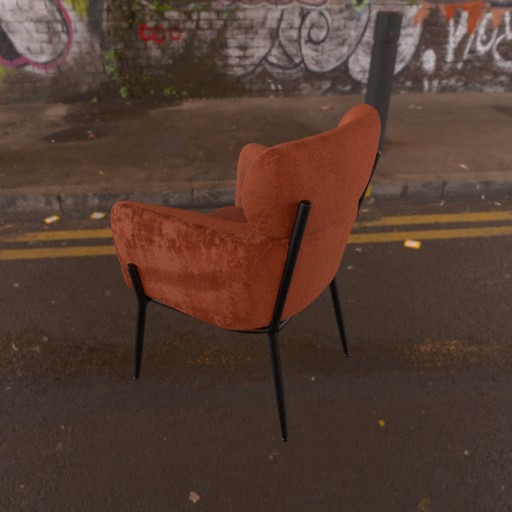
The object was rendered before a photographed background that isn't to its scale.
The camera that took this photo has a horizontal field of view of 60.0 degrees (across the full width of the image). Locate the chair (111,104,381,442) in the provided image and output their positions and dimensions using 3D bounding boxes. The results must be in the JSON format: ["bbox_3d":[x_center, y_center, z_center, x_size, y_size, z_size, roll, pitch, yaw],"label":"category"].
[{"bbox_3d":[0.000,0.000,1.168,0.523,0.772,0.561,20,38,29],"label":"chair"}]
